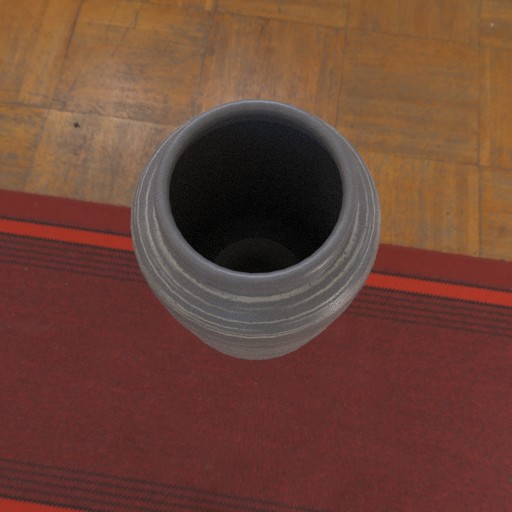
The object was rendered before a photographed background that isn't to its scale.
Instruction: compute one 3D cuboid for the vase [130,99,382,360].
[{"bbox_3d":[0.000,0.000,0.673,0.297,0.499,0.297,0,74,0],"label":"vase"}]
